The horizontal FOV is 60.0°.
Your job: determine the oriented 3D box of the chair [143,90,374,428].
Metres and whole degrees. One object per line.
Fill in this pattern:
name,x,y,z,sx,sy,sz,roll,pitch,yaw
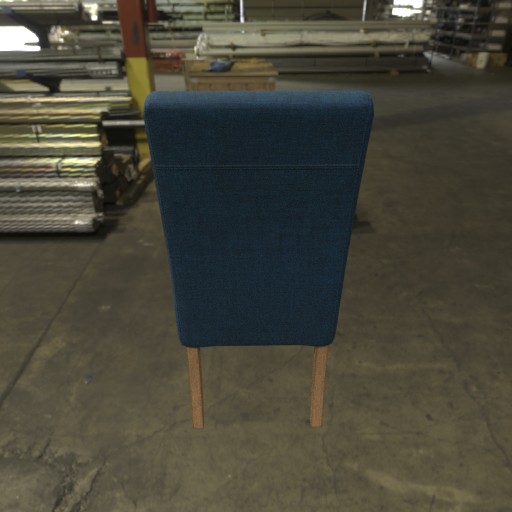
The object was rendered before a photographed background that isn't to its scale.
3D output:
chair,0.000,0.000,1.331,0.450,1.029,0.610,0,30,-1
